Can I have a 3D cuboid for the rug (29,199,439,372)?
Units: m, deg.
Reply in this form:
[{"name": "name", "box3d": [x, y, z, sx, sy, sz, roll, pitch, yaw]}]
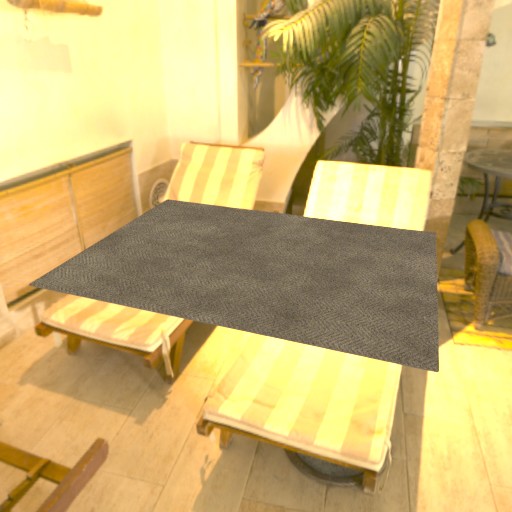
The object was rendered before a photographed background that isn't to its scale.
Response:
[{"name": "rug", "box3d": [0.000, 0.000, 2.911, 2.235, 0.008, 1.600, 9, 28, 17]}]
